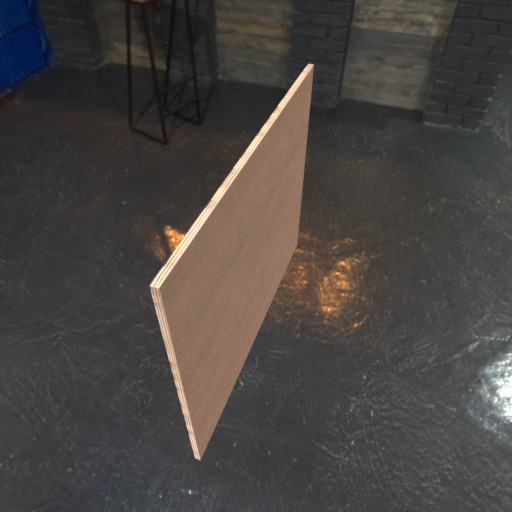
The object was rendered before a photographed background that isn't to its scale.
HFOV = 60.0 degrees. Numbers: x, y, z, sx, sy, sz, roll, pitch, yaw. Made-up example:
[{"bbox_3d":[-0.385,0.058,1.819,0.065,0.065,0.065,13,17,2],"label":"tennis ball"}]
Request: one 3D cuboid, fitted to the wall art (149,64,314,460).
[{"bbox_3d":[0.000,0.000,0.702,0.010,0.408,0.508,15,48,14],"label":"wall art"}]
